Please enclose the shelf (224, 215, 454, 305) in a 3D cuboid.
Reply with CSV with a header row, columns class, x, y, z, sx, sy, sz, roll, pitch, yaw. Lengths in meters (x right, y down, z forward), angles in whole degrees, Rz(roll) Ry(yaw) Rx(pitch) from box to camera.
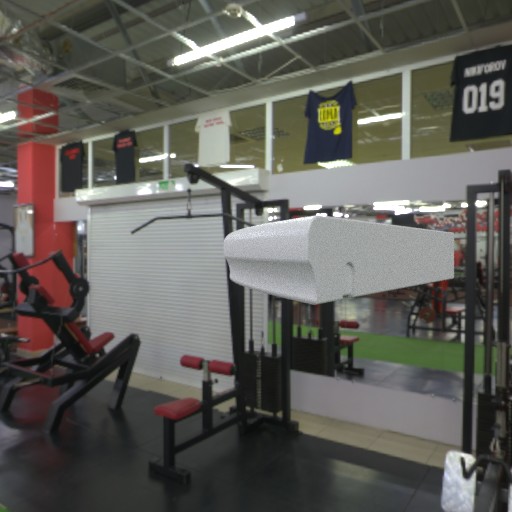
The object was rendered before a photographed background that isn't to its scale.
class,x,y,z,sx,sy,sz,roll,pitch,yaw
shelf,0.000,0.000,0.453,0.310,0.050,0.310,0,1,37
